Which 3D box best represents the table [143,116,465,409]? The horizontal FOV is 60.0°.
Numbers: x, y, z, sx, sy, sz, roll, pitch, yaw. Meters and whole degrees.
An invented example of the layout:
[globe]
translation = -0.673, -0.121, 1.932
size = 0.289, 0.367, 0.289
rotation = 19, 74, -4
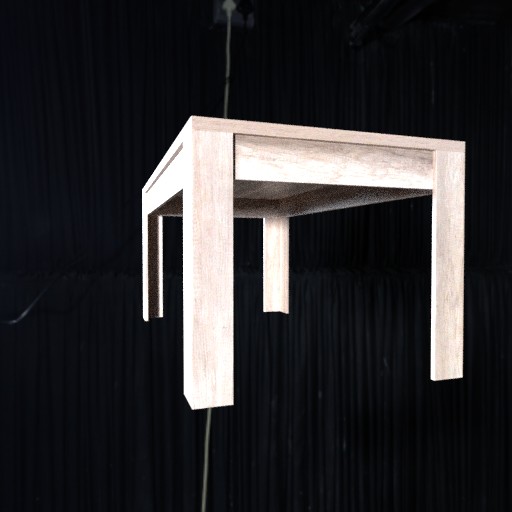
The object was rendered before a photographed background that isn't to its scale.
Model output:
[table]
translation = 0.000, 0.000, 2.069
size = 0.900, 0.775, 1.600
rotation = 0, 1, -19
